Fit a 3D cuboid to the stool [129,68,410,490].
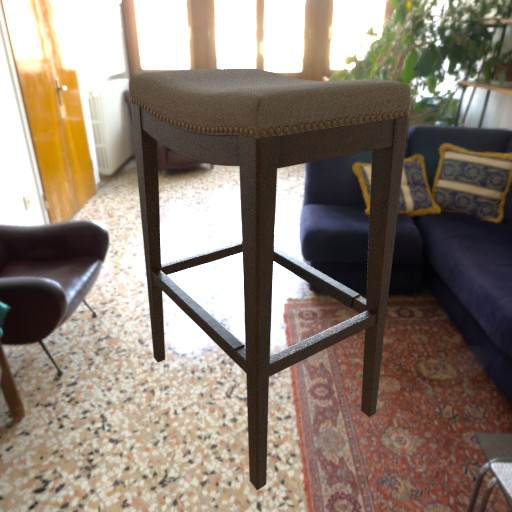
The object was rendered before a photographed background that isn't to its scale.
[{"bbox_3d":[0.000,0.000,1.005,0.356,0.762,0.508,-17,31,-31],"label":"stool"}]
